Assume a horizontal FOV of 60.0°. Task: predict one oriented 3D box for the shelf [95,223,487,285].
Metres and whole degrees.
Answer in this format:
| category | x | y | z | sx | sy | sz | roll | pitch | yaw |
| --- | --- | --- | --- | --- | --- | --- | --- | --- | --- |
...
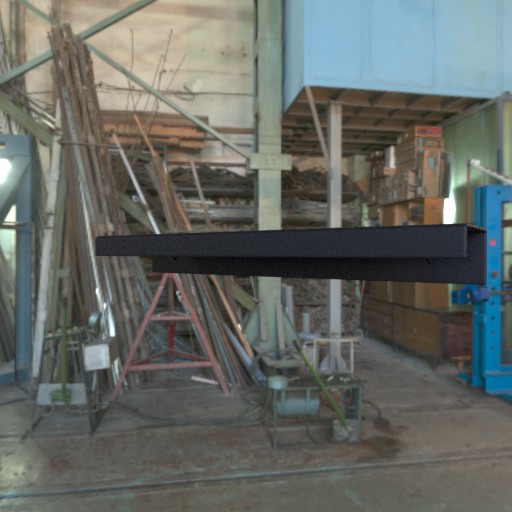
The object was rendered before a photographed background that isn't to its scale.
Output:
| category | x | y | z | sx | sy | sz | roll | pitch | yaw |
| --- | --- | --- | --- | --- | --- | --- | --- | --- | --- |
| shelf | 0.000 | 0.000 | 0.503 | 0.456 | 0.053 | 0.102 | 0 | 1 | 35 |
